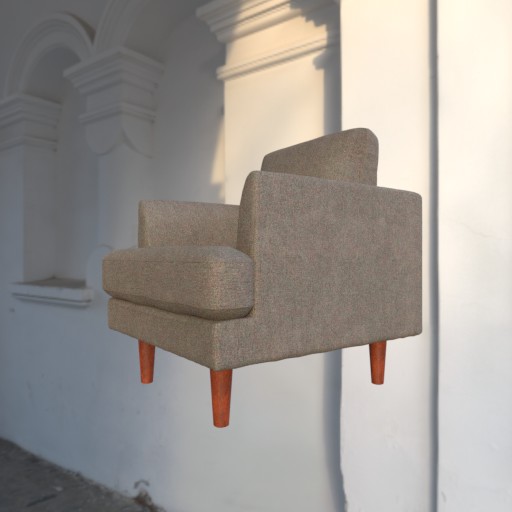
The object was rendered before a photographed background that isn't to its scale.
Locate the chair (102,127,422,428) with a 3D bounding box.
[{"bbox_3d":[0.000,0.000,1.648,0.899,0.957,0.858,0,0,-37],"label":"chair"}]
